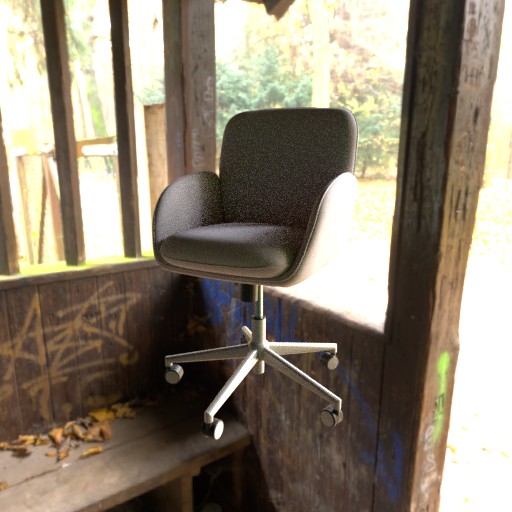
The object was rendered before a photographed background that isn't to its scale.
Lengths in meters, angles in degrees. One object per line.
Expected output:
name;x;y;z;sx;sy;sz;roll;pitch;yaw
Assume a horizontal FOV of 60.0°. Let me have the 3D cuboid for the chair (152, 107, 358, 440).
chair;0.000;0.000;1.429;0.648;0.959;0.633;7;15;25
